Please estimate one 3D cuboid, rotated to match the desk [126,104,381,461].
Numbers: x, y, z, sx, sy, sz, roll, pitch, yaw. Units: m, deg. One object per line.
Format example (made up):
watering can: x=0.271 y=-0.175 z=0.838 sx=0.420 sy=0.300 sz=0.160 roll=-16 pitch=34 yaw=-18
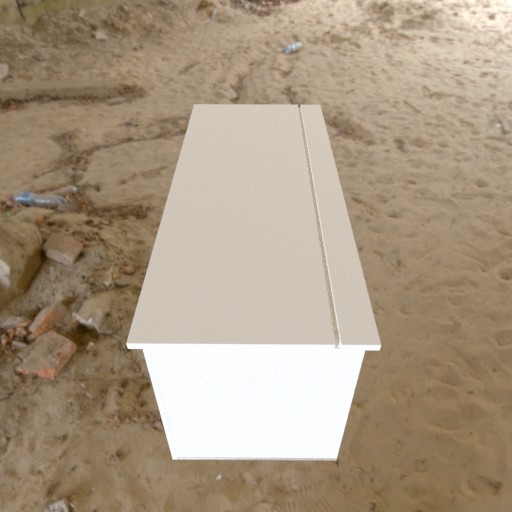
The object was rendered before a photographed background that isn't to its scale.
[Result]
desk: x=0.000 y=0.000 z=2.008 sx=0.670 sy=0.760 sz=1.580 roll=0 pitch=41 yaw=0
